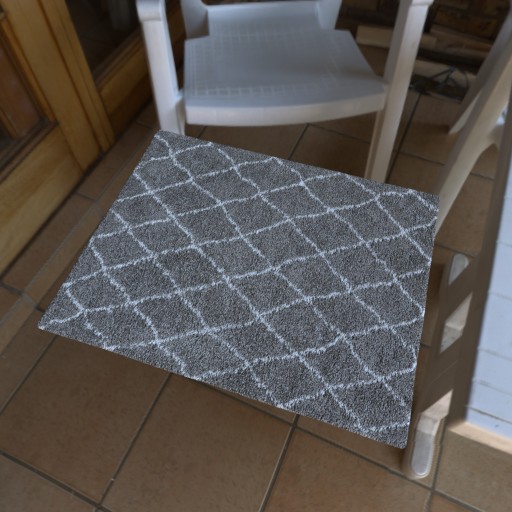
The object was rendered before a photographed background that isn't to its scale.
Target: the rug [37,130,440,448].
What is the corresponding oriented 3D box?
[{"bbox_3d":[0.000,0.000,4.030,3.047,0.029,2.438,16,60,9],"label":"rug"}]
